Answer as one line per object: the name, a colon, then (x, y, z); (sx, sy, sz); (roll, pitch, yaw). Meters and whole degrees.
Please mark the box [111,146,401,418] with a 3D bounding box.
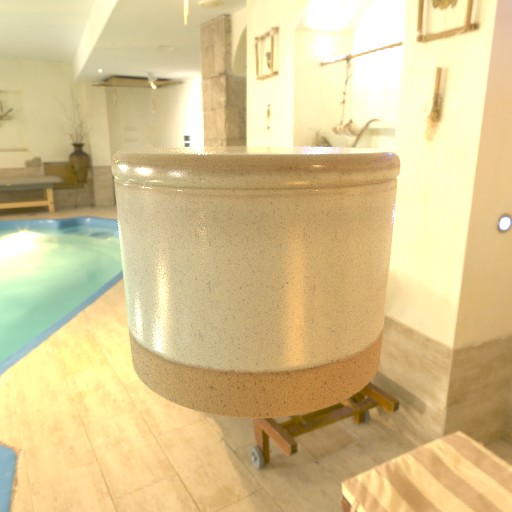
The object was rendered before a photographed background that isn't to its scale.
box: (0.000, 0.000, 0.261); (0.154, 0.123, 0.154); (0, 15, 0)
